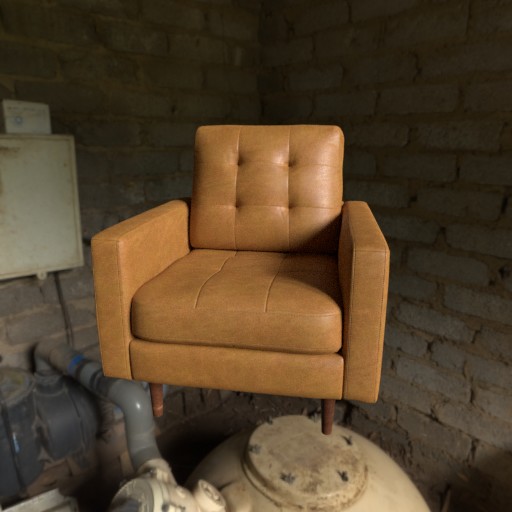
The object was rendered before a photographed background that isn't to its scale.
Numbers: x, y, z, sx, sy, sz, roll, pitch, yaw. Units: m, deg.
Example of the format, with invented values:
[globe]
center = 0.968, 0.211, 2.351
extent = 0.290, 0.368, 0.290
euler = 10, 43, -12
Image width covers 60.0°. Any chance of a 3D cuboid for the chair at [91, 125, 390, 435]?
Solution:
[chair]
center = 0.000, 0.000, 1.562
extent = 0.831, 0.896, 0.868
euler = 3, 16, 9
